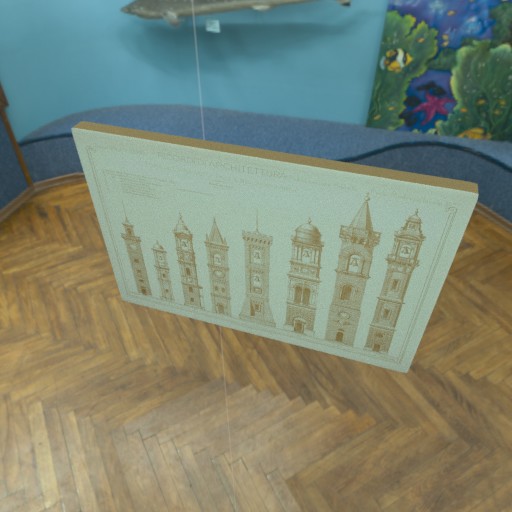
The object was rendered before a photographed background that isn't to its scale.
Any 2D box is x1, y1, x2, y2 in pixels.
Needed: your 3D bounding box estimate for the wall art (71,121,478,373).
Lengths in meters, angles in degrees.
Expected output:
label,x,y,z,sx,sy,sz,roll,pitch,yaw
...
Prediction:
label,x,y,z,sx,sy,sz,roll,pitch,yaw
wall art,0.000,0.000,0.487,0.380,0.254,0.019,12,43,13
